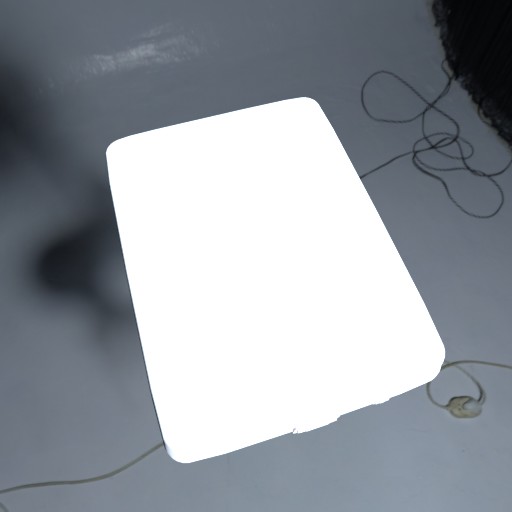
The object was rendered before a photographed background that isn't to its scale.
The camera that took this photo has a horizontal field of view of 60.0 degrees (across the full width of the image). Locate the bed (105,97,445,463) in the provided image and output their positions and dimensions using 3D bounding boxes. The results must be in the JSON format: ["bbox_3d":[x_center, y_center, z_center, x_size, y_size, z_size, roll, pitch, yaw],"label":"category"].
[{"bbox_3d":[0.000,0.000,2.669,1.520,0.460,2.036,-16,64,-8],"label":"bed"}]
